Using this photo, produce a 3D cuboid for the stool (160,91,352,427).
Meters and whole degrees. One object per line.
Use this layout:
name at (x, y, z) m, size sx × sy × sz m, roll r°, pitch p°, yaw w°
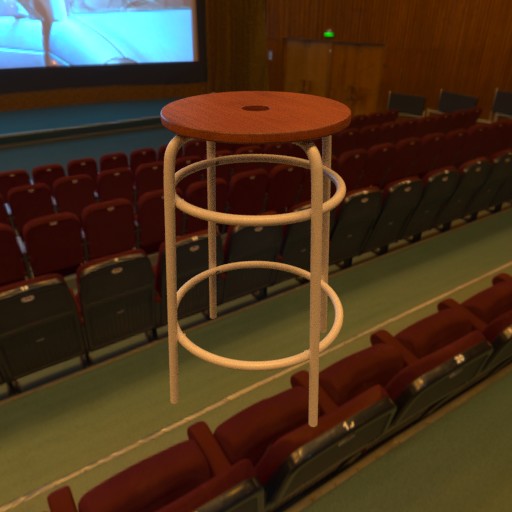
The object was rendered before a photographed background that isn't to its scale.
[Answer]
stool at (0.000, 0.000, 0.942) m, size 0.455 × 0.610 × 0.455 m, roll -19°, pitch 35°, yaw -29°
